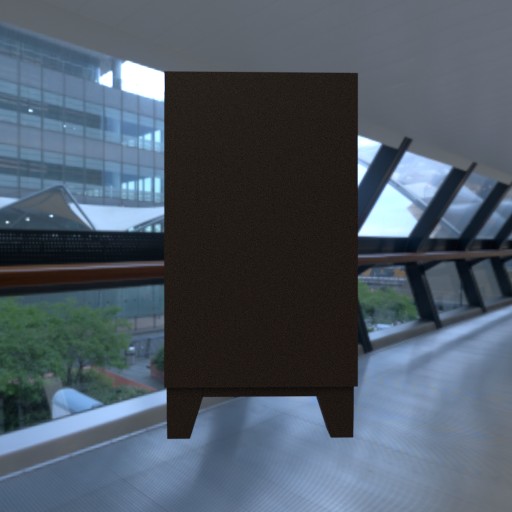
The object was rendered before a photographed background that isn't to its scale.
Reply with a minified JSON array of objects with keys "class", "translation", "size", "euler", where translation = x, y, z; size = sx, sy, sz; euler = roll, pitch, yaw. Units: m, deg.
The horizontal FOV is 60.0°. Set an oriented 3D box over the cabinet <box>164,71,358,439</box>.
[{"class":"cabinet","translation":[0.000,0.000,1.798],"size":[0.482,0.914,1.396],"euler":[0,0,-1]}]
